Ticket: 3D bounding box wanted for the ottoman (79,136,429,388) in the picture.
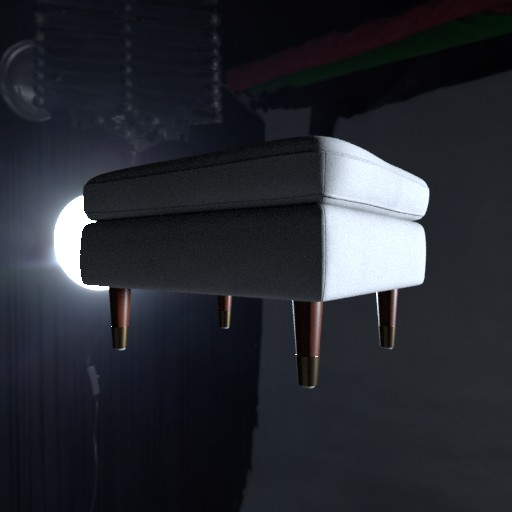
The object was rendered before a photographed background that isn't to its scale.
[{"bbox_3d":[0.000,0.000,1.133,0.747,0.478,0.593,0,0,36],"label":"ottoman"}]
